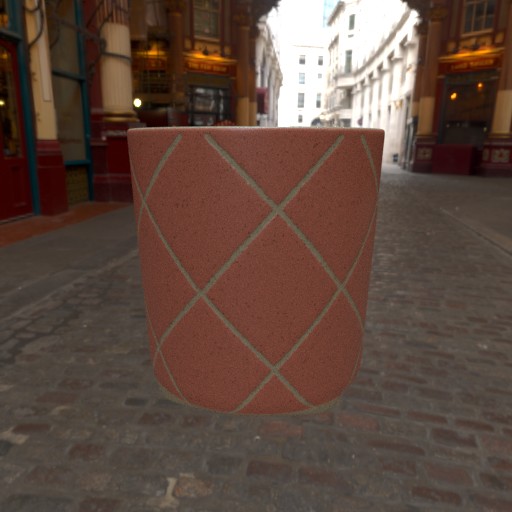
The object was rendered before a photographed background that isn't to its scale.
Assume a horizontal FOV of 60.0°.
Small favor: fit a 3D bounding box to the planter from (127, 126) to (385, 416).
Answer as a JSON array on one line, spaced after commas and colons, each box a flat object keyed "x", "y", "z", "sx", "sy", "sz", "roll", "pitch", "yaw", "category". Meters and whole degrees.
[{"x": 0.000, "y": 0.000, "z": 0.365, "sx": 0.191, "sy": 0.200, "sz": 0.191, "roll": 0, "pitch": 15, "yaw": 0, "category": "planter"}]
